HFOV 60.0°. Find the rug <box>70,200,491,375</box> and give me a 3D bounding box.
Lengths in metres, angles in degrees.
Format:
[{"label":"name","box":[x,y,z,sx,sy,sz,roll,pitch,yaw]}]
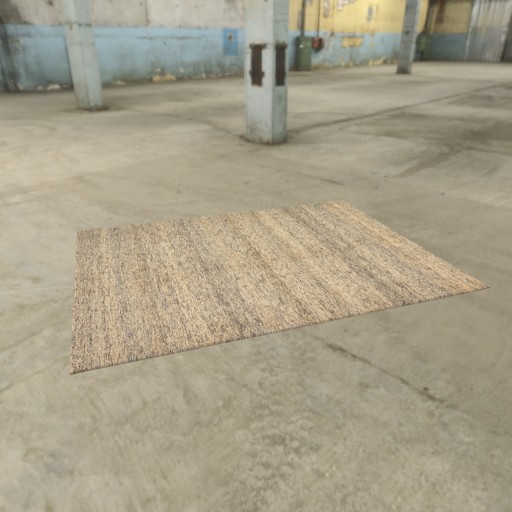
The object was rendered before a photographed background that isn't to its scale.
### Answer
[{"label":"rug","box":[0.000,0.000,4.161,3.199,0.036,2.414,-8,27,-17]}]
